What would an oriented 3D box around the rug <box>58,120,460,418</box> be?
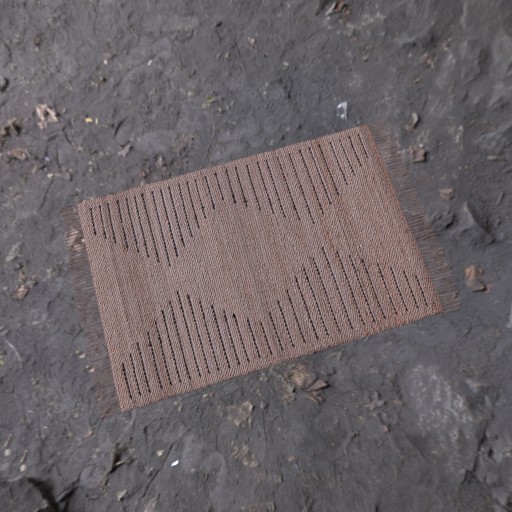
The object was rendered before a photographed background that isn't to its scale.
[{"bbox_3d":[0.000,0.000,2.539,2.085,0.027,1.224,-16,76,-4],"label":"rug"}]
